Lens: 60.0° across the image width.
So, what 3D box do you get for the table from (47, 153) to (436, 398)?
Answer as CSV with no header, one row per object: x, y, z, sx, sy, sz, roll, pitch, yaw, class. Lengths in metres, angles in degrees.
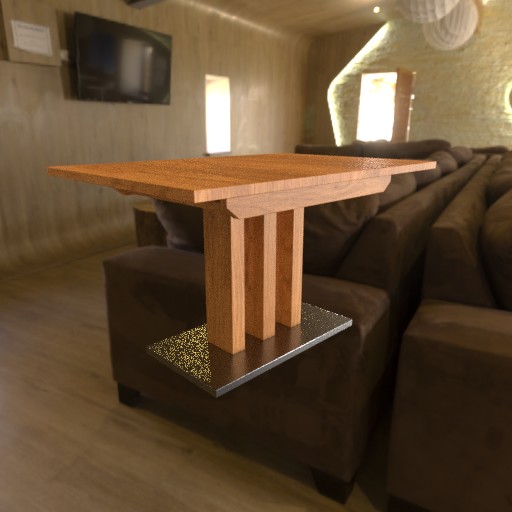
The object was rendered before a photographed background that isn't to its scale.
0.000,0.000,1.887,1.300,0.770,0.900,-15,22,-43,table
